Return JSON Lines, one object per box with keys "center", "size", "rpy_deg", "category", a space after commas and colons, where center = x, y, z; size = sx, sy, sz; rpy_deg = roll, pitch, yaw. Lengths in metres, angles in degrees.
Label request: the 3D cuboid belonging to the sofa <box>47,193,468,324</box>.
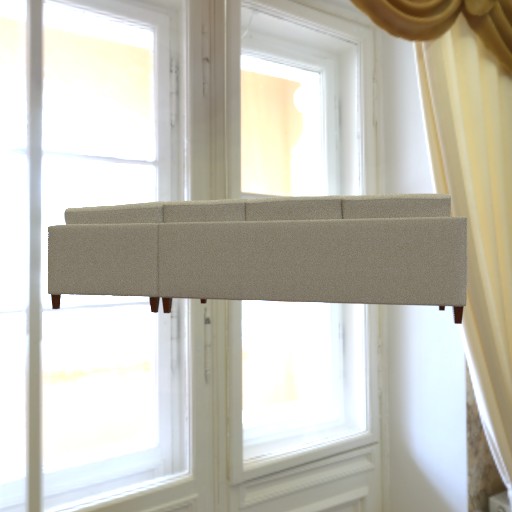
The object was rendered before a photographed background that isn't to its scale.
{"center": [0.000, 0.000, 4.250], "size": [3.471, 0.954, 1.599], "rpy_deg": [0, 0, 15], "category": "sofa"}
